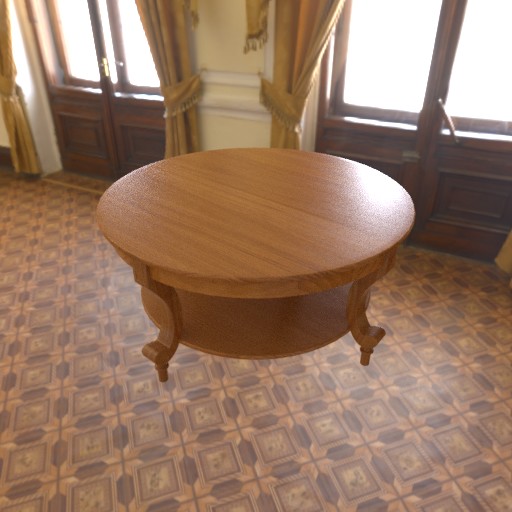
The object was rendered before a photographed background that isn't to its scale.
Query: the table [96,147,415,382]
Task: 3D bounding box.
[{"bbox_3d":[0.000,0.000,1.612,1.029,0.490,1.029,0,31,0],"label":"table"}]
